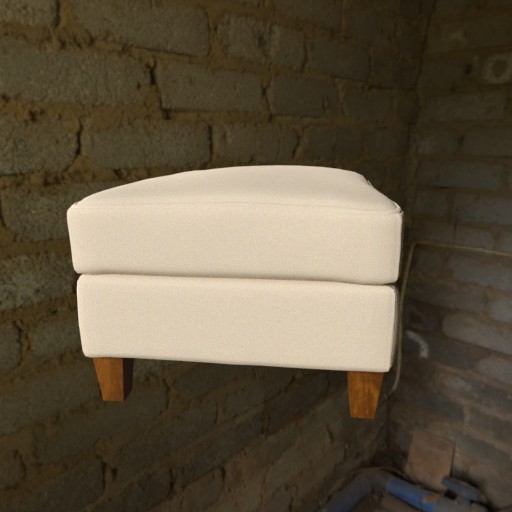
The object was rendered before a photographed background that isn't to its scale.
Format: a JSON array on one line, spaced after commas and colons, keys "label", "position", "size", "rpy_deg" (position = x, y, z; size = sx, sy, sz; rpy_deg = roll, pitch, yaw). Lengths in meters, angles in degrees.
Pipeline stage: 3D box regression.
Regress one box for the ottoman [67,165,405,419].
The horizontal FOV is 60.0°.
[{"label": "ottoman", "position": [0.000, 0.000, 1.204], "size": [0.634, 0.485, 0.818], "rpy_deg": [2, 14, 6]}]
